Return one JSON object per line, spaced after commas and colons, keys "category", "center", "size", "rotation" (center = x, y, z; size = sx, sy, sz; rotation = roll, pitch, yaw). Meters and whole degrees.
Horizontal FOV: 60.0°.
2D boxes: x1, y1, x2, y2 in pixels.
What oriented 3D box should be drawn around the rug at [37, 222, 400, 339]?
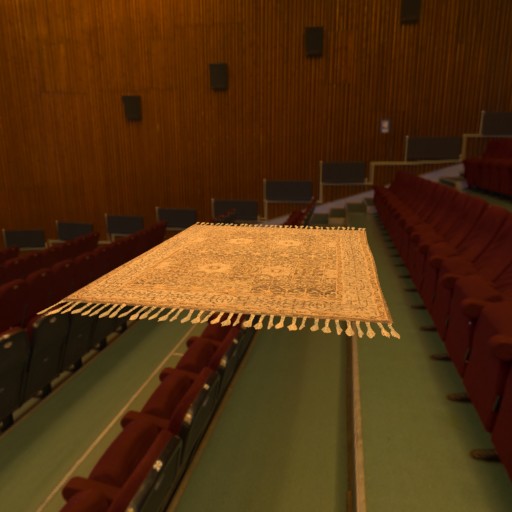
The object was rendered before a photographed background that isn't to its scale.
{"category": "rug", "center": [0.000, 0.000, 3.065], "size": [1.619, 0.023, 2.465], "rotation": [3, 15, 10]}
